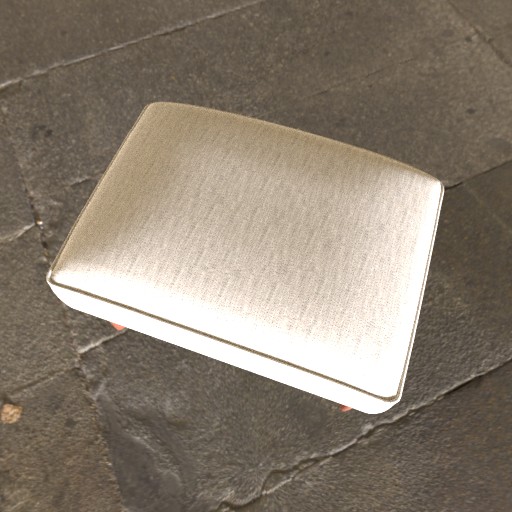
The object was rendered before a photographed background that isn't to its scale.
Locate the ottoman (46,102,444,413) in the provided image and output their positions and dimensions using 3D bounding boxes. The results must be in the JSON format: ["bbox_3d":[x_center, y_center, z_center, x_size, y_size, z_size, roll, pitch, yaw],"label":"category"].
[{"bbox_3d":[0.000,0.000,1.164,0.794,0.465,0.594,18,66,8],"label":"ottoman"}]
